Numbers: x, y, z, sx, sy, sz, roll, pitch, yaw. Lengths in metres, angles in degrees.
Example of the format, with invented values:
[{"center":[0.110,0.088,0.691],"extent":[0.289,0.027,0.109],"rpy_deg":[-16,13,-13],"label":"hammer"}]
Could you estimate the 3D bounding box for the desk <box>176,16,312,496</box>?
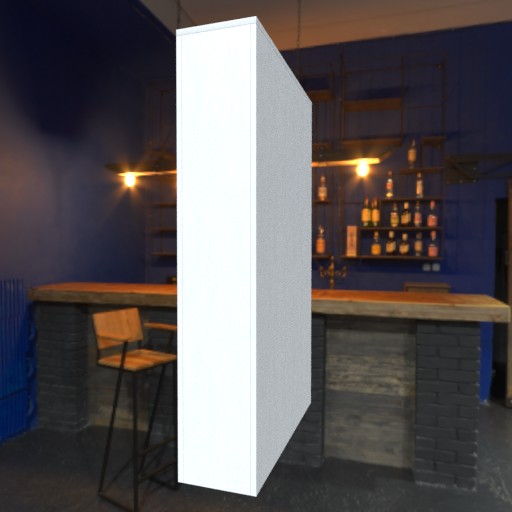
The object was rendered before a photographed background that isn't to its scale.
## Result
[{"center":[0.000,0.000,1.575],"extent":[0.250,1.280,0.750],"rpy_deg":[0,2,18],"label":"desk"}]
